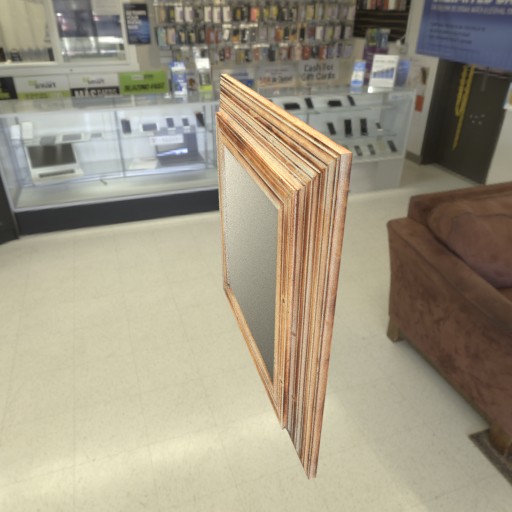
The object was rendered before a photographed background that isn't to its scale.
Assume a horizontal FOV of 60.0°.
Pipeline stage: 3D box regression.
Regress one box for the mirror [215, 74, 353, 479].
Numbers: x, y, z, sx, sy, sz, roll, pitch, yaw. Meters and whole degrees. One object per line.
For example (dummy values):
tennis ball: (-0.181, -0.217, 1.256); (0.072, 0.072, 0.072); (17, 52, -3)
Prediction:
mirror: (0.000, 0.000, 1.195); (0.061, 0.804, 0.804); (-9, 32, -14)
